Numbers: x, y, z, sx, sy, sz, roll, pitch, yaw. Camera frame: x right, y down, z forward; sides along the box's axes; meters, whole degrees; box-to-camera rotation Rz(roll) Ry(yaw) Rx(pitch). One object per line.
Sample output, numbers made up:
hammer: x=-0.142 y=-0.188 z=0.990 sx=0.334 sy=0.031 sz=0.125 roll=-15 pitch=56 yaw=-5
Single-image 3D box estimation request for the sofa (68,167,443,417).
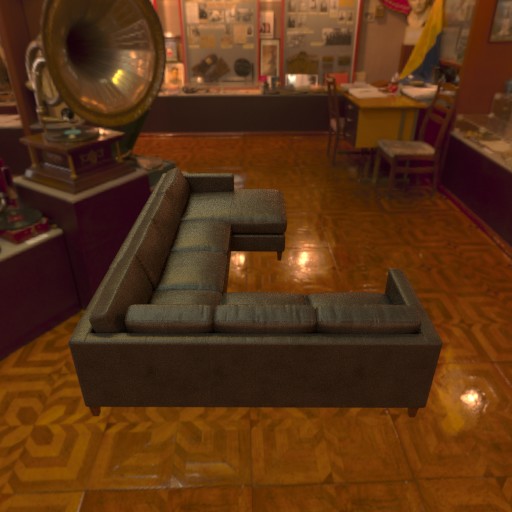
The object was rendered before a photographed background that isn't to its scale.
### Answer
sofa: x=0.000 y=0.000 z=4.462 sx=2.452 sy=0.891 sz=3.324 roll=0 pitch=29 yaw=0
